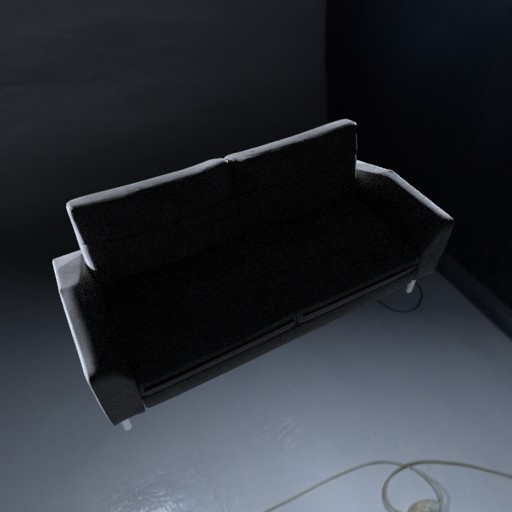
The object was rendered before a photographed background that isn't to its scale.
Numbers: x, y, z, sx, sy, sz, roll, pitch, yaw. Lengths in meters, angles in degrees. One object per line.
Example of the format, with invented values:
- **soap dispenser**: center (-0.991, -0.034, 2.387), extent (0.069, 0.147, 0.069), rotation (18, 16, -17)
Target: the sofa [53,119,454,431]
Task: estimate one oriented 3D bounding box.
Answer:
- **sofa**: center (0.000, 0.000, 2.266), extent (1.837, 0.859, 0.849), rotation (-21, 50, -20)
